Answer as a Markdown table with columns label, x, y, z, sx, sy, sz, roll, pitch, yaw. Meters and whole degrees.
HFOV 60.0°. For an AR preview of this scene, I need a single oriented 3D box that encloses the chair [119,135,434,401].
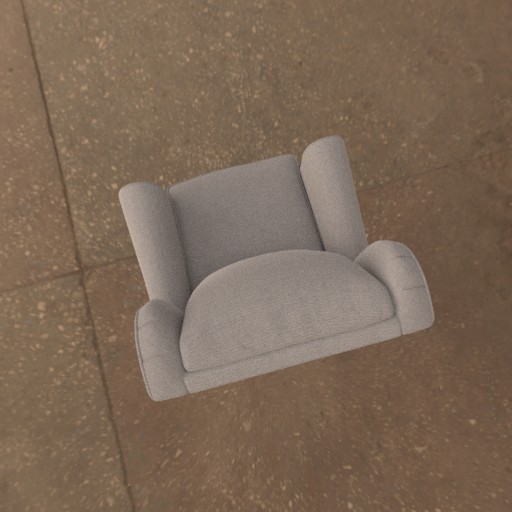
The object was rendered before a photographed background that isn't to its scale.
| label | x | y | z | sx | sy | sz | roll | pitch | yaw |
| --- | --- | --- | --- | --- | --- | --- | --- | --- | --- |
| chair | 0.000 | 0.000 | 1.701 | 0.906 | 0.966 | 0.854 | -14 | 76 | -4 |
